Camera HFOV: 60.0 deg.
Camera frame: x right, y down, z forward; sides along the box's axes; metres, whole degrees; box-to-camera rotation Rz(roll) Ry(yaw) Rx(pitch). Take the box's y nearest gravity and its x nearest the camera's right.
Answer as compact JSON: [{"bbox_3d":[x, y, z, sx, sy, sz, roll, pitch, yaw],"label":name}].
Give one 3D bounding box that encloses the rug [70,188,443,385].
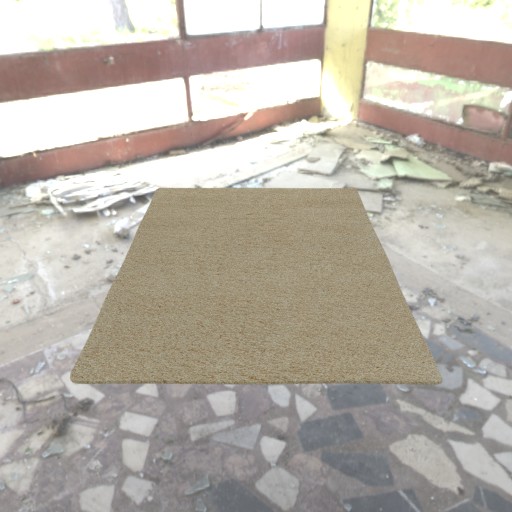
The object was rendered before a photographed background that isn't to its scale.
[{"bbox_3d":[0.000,0.000,4.078,2.401,0.025,3.001,0,33,0],"label":"rug"}]
